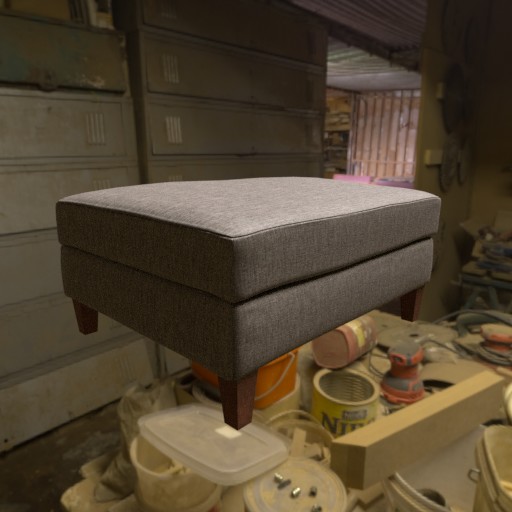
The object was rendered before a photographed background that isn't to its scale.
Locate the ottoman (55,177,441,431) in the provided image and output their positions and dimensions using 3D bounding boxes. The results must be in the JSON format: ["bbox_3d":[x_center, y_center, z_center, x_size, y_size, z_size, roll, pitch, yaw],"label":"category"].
[{"bbox_3d":[0.000,0.000,1.479,0.839,0.492,0.994,13,19,42],"label":"ottoman"}]
